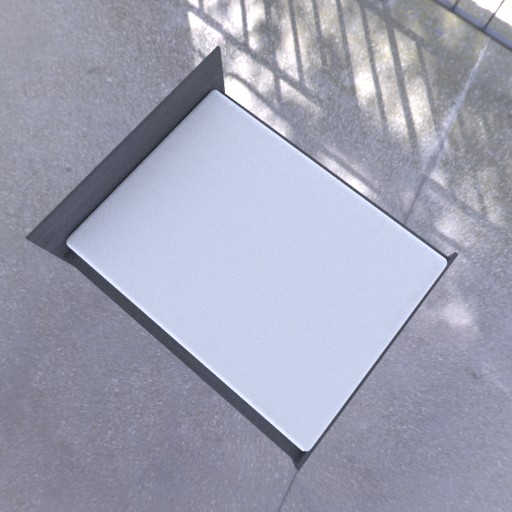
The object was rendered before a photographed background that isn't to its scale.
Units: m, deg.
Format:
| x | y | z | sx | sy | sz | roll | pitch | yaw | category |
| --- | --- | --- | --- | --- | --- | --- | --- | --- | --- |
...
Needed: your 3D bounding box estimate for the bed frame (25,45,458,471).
| x | y | z | sx | sy | sz | roll | pitch | yaw | category |
| --- | --- | --- | --- | --- | --- | --- | --- | --- | --- |
| 0.000 | 0.000 | 2.828 | 1.960 | 0.800 | 1.622 | 39 | 79 | 9 | bed frame |
